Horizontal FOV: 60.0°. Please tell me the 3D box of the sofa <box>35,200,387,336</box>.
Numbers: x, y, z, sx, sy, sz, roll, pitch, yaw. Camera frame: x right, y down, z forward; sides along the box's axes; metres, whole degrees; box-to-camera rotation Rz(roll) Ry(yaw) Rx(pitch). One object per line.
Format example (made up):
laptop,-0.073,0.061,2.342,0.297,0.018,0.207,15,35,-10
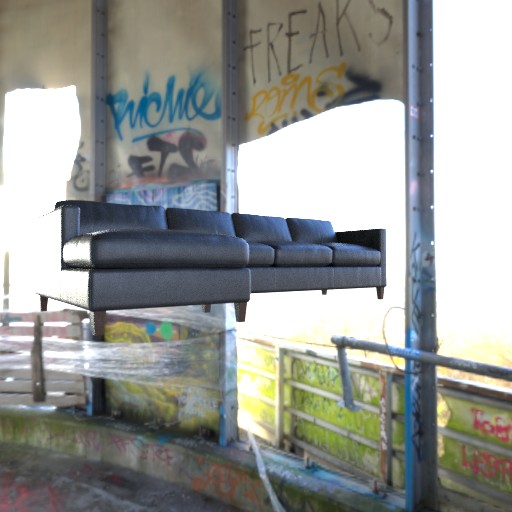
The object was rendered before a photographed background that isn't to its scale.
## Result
sofa,0.000,0.000,3.818,3.203,0.883,1.581,1,-1,-36
